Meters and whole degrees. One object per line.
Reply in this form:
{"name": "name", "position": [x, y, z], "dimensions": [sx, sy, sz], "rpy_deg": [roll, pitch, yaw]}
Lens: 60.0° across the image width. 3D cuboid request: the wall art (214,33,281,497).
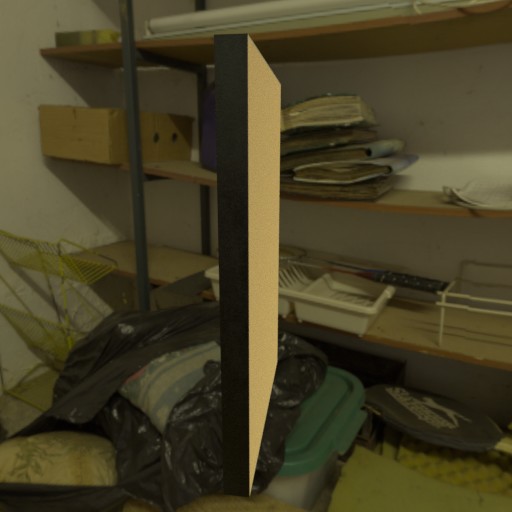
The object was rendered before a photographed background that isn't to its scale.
{"name": "wall art", "position": [0.000, 0.000, 0.574], "dimensions": [0.031, 0.457, 0.313], "rpy_deg": [2, 14, 8]}
